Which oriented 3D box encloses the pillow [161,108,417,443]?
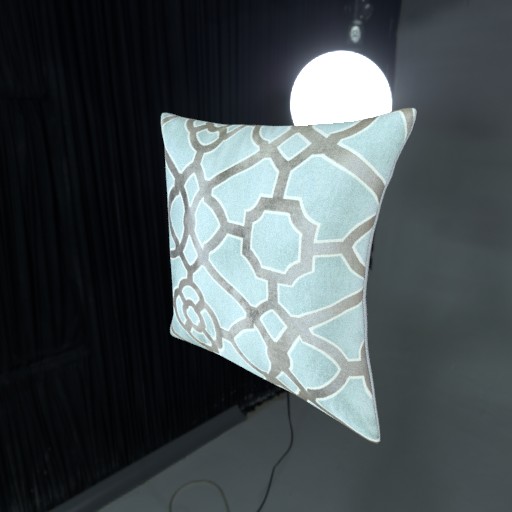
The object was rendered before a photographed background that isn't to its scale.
[{"bbox_3d":[0.000,0.000,0.814,0.552,0.508,0.166,16,23,41],"label":"pillow"}]
